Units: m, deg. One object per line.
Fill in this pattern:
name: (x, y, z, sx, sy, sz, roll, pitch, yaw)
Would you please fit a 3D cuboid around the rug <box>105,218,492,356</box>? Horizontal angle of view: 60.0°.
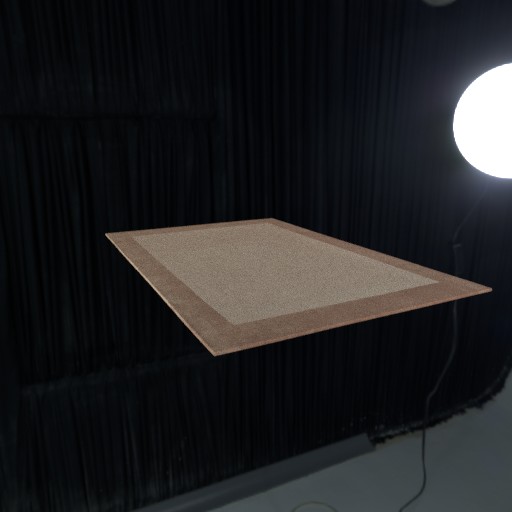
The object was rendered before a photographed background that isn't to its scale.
rug: (0.000, 0.000, 2.318, 1.219, 0.014, 1.829, -8, 17, -26)
